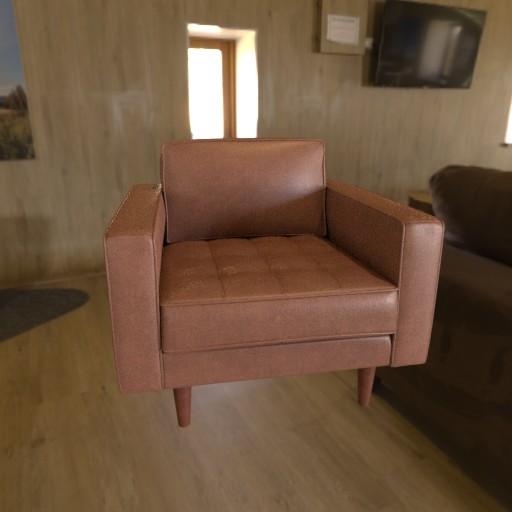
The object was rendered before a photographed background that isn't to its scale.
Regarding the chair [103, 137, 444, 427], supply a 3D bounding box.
[{"bbox_3d":[0.000,0.000,1.547,0.920,0.770,0.900,-3,18,-10],"label":"chair"}]
